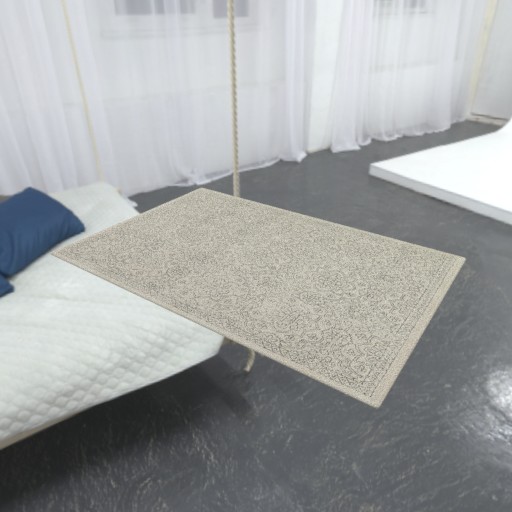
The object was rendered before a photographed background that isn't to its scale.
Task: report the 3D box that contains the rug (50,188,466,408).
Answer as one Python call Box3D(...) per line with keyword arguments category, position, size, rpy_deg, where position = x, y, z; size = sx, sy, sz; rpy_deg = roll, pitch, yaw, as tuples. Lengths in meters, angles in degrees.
Box3D(category="rug", position=(0.000, 0.000, 2.918), size=(2.286, 0.011, 1.524), rpy_deg=(19, 34, 30))
